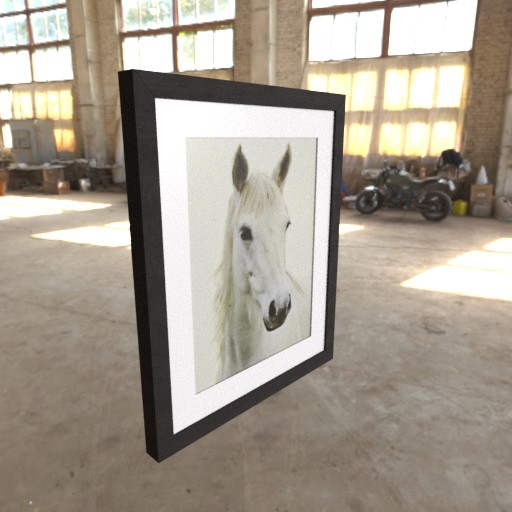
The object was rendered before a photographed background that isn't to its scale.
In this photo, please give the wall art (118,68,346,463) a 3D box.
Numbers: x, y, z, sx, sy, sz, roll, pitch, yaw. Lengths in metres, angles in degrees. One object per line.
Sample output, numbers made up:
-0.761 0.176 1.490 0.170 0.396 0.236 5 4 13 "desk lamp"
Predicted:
0.000 0.000 0.764 0.034 0.552 0.455 14 20 42 "wall art"
